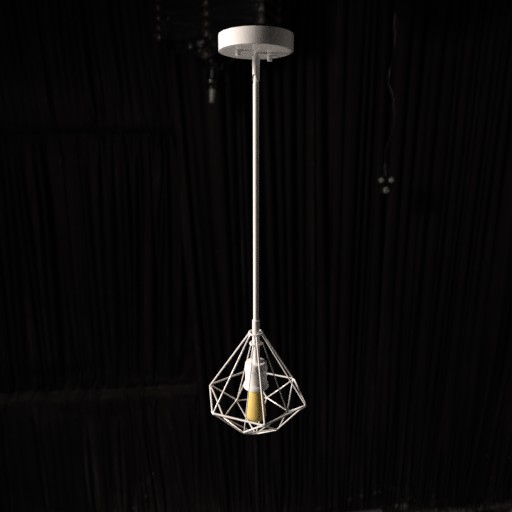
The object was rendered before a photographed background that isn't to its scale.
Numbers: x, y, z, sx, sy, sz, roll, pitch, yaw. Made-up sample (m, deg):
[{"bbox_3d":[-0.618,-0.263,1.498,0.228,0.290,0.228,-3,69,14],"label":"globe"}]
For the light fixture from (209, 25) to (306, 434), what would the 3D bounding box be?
[{"bbox_3d":[0.000,0.000,1.934,0.431,1.764,0.487,-2,14,-8],"label":"light fixture"}]
